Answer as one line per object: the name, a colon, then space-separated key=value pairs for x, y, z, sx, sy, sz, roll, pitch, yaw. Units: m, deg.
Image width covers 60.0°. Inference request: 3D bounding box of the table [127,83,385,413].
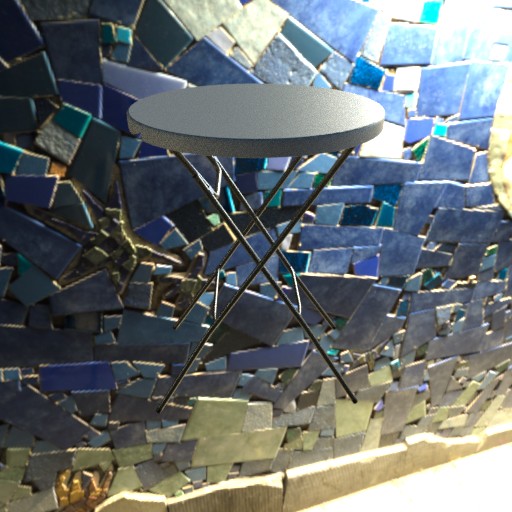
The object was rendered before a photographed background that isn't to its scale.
table: x=0.000 y=0.000 z=1.675 sx=0.795 sy=1.105 sz=0.792 roll=-1 pitch=30 yaw=-2
